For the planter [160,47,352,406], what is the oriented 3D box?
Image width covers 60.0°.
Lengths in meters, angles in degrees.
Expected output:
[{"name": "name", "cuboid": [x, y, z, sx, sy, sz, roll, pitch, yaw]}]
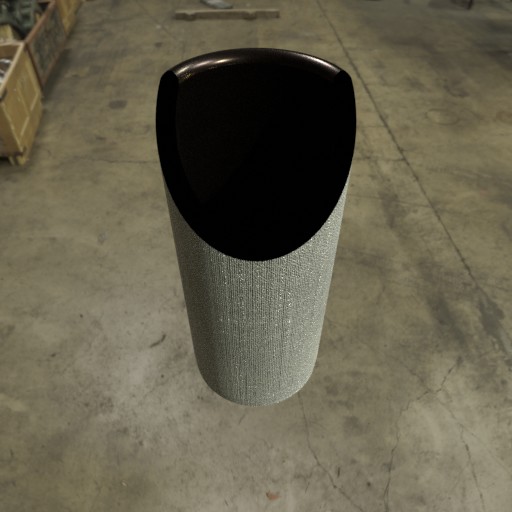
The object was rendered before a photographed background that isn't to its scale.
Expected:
[{"name": "planter", "cuboid": [0.000, 0.000, 0.131, 0.045, 0.103, 0.045, -4, 46, -3]}]
